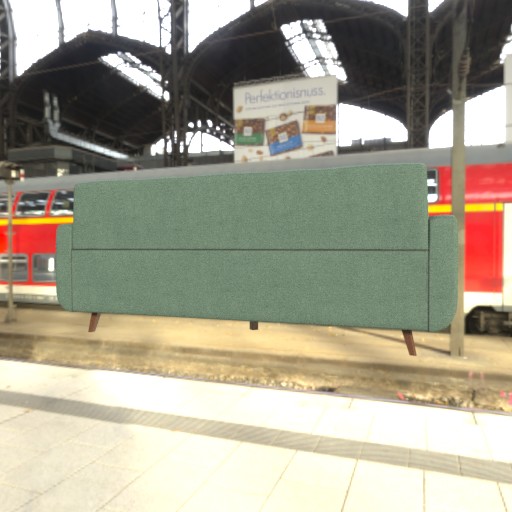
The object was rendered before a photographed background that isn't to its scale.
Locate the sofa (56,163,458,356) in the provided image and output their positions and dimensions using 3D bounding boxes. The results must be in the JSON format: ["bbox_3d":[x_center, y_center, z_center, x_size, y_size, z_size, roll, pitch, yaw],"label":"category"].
[{"bbox_3d":[0.000,0.000,2.536,2.029,0.841,0.909,0,1,19],"label":"sofa"}]
